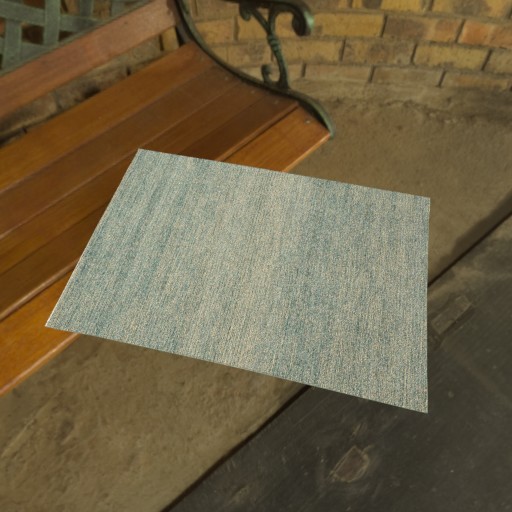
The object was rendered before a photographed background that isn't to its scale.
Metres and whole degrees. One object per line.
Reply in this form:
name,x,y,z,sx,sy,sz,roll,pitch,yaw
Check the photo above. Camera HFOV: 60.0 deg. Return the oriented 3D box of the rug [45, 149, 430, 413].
rug,0.000,0.000,5.300,4.078,0.052,2.802,11,58,7
